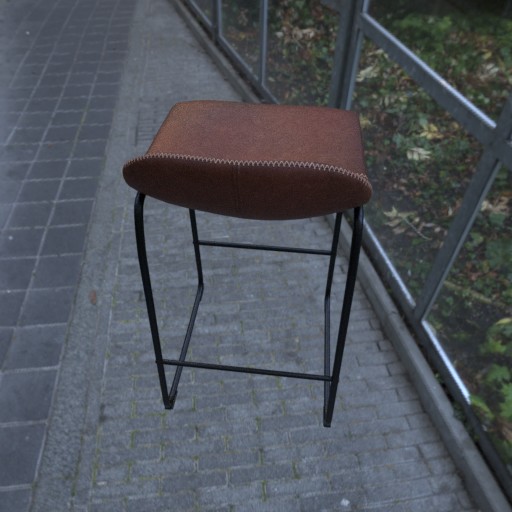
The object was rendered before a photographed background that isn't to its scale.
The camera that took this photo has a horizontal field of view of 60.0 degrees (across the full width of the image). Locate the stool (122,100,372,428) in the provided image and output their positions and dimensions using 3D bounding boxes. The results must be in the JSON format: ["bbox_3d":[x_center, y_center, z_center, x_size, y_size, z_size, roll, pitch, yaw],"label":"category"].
[{"bbox_3d":[0.000,0.000,1.076,0.454,0.830,0.473,5,45,5],"label":"stool"}]
